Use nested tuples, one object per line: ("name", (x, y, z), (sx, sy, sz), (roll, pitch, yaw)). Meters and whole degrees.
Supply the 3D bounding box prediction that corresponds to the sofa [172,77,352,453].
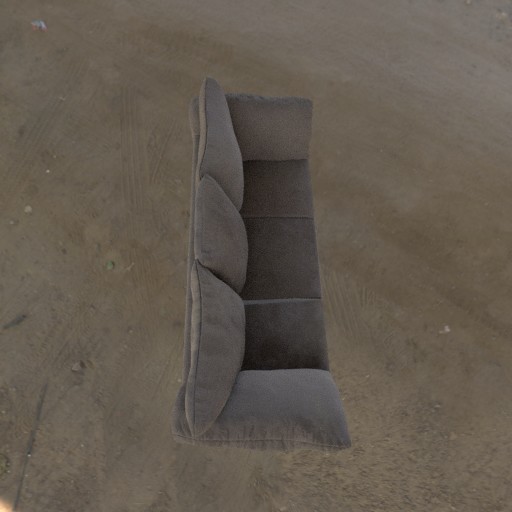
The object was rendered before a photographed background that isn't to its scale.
("sofa", (0.000, 0.000, 2.847), (0.878, 1.073, 2.336), (-1, 64, -1))
